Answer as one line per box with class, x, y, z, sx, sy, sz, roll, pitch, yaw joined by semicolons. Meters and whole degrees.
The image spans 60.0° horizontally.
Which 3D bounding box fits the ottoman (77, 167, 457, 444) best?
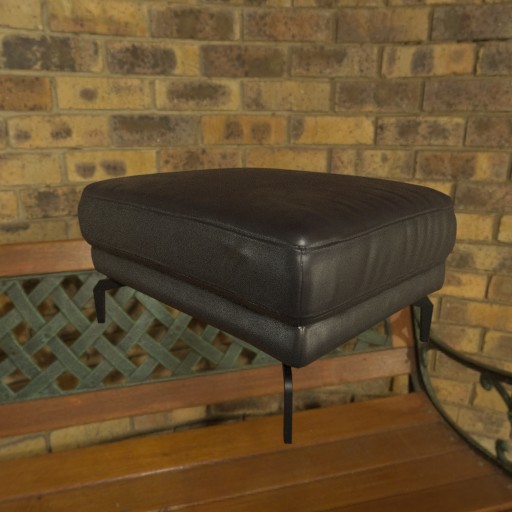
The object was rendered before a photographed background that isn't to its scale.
ottoman;0.000;0.000;1.079;0.764;0.402;0.570;16;22;43
